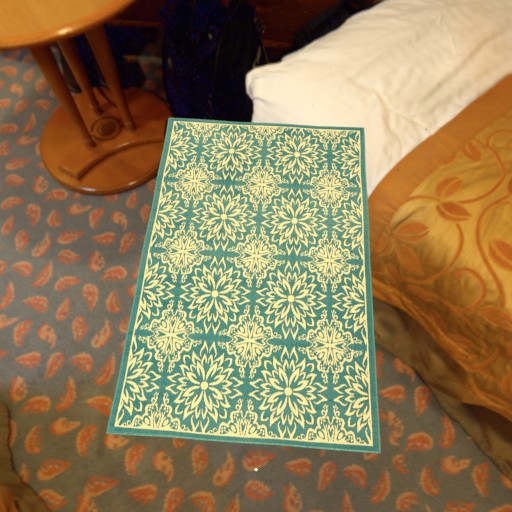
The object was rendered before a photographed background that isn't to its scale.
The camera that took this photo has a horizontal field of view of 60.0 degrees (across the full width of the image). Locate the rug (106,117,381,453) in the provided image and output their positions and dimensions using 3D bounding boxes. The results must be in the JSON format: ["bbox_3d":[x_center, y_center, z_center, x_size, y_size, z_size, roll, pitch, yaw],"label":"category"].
[{"bbox_3d":[0.000,0.000,3.540,1.830,0.018,2.769,3,64,2],"label":"rug"}]
